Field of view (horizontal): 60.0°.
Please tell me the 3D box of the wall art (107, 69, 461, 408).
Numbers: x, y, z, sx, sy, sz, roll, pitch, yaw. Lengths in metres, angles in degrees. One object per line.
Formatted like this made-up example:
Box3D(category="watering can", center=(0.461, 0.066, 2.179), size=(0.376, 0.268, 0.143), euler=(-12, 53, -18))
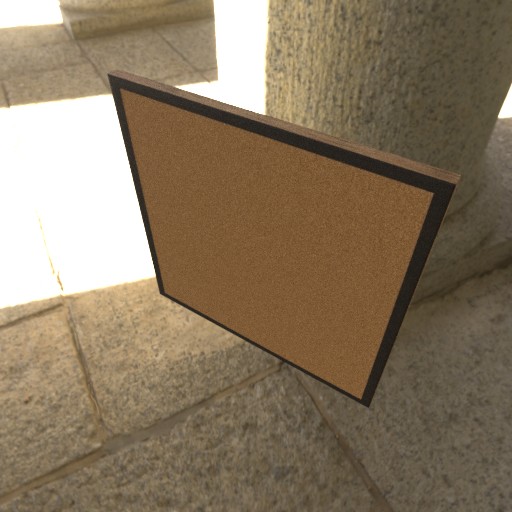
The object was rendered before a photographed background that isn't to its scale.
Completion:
Box3D(category="wall art", center=(0.000, 0.000, 1.016), size=(0.695, 0.691, 0.029), euler=(24, 50, 22))
